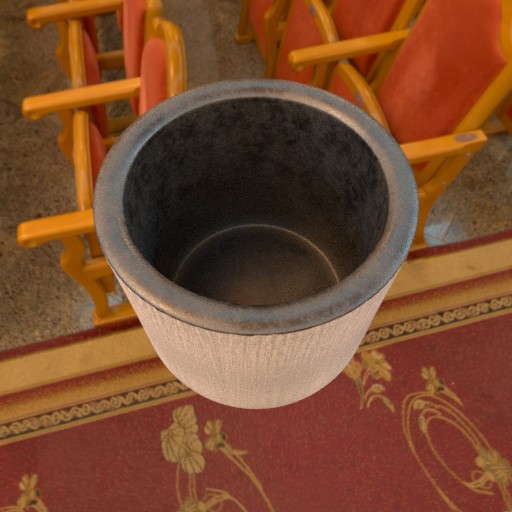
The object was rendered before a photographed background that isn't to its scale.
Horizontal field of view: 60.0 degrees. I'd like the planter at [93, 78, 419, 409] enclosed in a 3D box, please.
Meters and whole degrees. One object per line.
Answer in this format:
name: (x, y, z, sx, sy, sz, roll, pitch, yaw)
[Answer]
planter: (0.000, 0.000, 0.216, 0.125, 0.112, 0.125, 0, 59, 0)
